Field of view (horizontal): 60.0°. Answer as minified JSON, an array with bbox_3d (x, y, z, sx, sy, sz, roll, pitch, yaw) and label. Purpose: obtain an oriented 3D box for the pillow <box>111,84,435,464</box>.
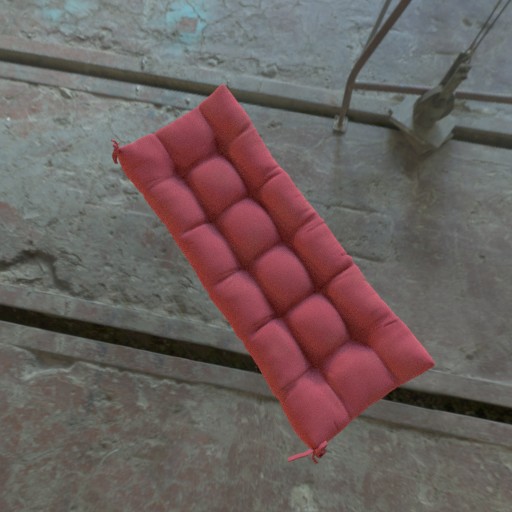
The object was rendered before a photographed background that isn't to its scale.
[{"bbox_3d":[0.000,0.000,1.385,0.511,0.174,1.194,-33,78,-8],"label":"pillow"}]
